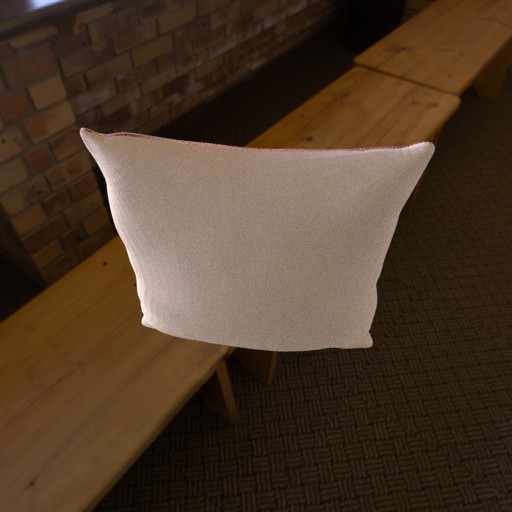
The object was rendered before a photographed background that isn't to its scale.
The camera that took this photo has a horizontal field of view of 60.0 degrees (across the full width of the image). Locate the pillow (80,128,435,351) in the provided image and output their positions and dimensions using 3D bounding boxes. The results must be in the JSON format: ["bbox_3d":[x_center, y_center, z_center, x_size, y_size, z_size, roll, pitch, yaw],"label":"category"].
[{"bbox_3d":[0.000,0.000,0.691,0.440,0.441,0.182,4,48,4],"label":"pillow"}]
